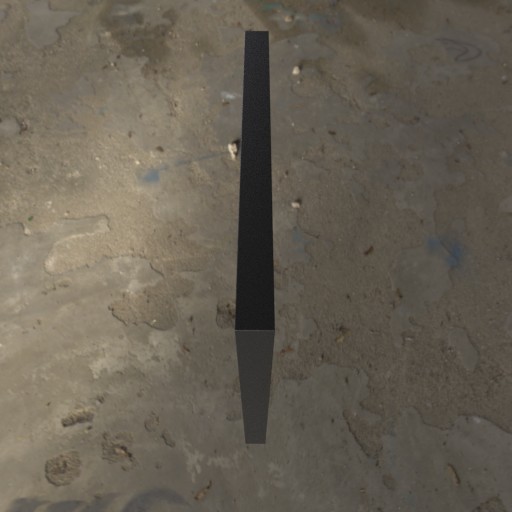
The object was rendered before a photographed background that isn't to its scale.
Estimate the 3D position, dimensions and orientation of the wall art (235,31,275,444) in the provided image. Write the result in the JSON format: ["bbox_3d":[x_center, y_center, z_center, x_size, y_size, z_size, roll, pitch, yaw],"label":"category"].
[{"bbox_3d":[0.000,0.000,0.760,0.037,0.506,0.506,0,56,0],"label":"wall art"}]
